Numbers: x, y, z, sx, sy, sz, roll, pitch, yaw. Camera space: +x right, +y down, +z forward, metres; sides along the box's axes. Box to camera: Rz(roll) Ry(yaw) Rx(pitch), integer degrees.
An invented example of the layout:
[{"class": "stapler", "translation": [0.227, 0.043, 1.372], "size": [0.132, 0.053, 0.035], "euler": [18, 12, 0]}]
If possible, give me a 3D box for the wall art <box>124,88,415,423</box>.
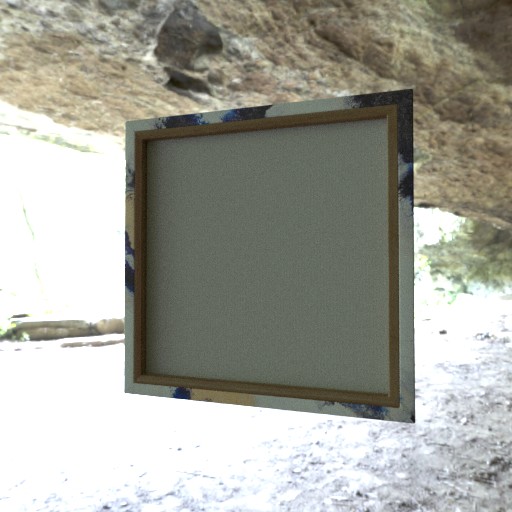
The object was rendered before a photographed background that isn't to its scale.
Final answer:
[{"class": "wall art", "translation": [0.000, 0.000, 1.320], "size": [0.887, 0.885, 0.038], "euler": [0, -1, 18]}]
